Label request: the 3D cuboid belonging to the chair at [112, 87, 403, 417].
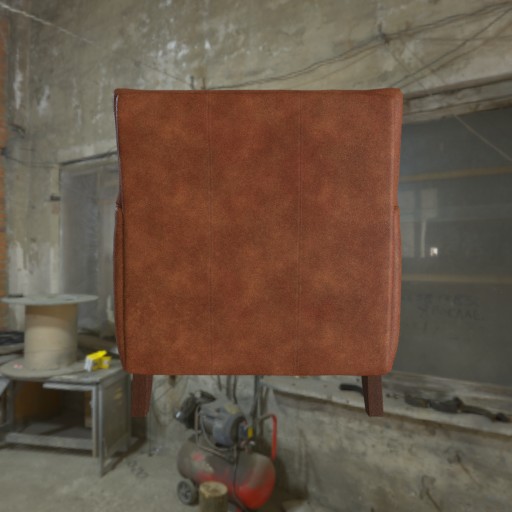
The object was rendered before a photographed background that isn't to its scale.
[{"bbox_3d":[0.000,0.000,1.614,0.870,0.943,0.823,0,0,0],"label":"chair"}]
